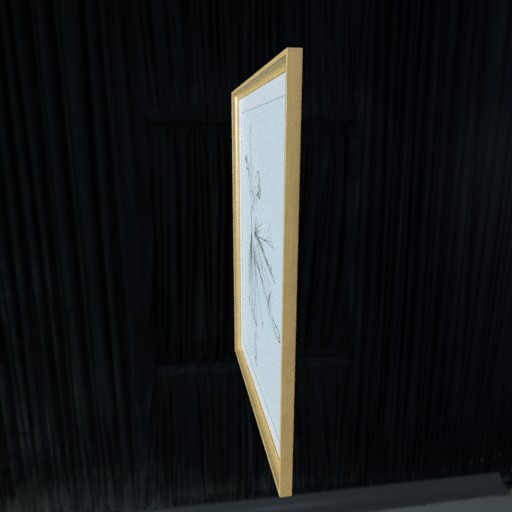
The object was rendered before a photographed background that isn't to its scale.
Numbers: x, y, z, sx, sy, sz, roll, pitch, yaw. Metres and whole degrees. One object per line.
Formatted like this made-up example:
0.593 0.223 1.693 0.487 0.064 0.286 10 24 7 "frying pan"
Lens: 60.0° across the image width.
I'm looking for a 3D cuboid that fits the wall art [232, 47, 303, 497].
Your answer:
0.000 0.000 1.328 0.030 1.002 0.798 -3 15 -10 "wall art"
